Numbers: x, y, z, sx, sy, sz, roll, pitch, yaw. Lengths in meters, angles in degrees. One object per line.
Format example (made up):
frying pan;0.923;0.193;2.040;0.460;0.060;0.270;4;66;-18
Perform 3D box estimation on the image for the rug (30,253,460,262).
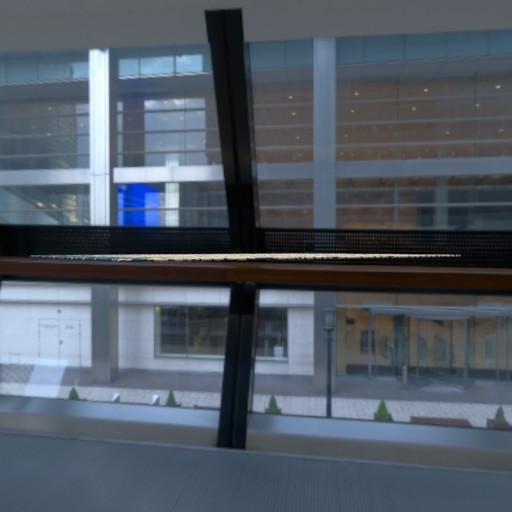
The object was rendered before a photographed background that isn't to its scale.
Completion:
rug;0.000;0.000;2.943;2.435;0.011;1.517;-1;1;-38
